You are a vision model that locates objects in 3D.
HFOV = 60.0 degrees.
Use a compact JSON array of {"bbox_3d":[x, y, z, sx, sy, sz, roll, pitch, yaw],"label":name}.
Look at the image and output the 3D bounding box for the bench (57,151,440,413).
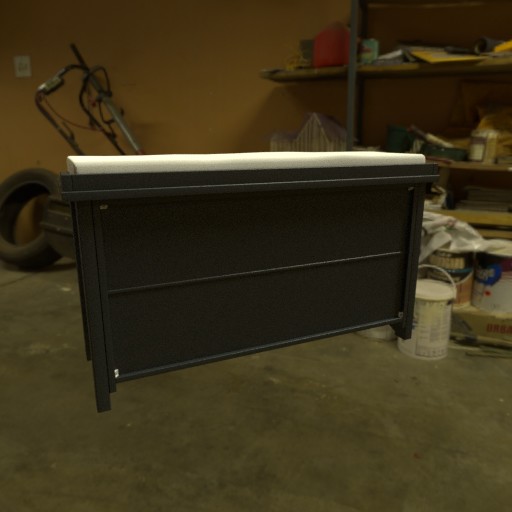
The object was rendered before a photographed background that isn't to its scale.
[{"bbox_3d":[0.000,0.000,1.247,0.973,0.561,0.345,-7,16,-24],"label":"bench"}]
